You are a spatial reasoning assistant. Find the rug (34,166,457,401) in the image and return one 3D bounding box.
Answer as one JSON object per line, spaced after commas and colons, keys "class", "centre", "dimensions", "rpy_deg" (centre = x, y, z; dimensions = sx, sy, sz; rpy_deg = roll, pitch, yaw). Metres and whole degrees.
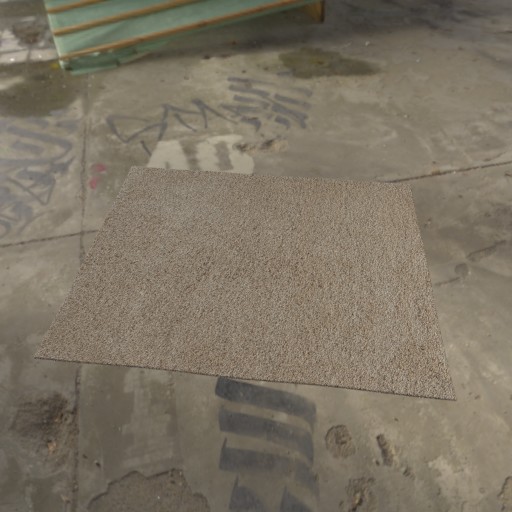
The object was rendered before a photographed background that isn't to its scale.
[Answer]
{"class": "rug", "centre": [0.000, 0.000, 3.943], "dimensions": [3.000, 0.025, 2.400], "rpy_deg": [5, 47, 4]}
